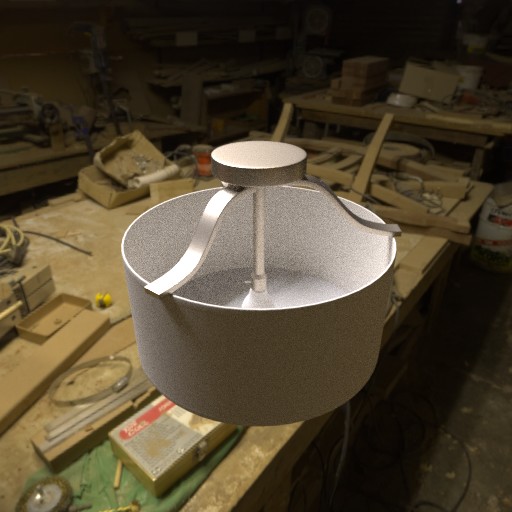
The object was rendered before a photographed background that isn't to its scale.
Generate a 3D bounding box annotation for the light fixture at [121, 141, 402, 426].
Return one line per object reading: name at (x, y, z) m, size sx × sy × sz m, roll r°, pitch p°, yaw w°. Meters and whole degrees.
light fixture at (0.000, 0.000, 0.650) m, size 0.395 × 0.304 × 0.395 m, roll 0°, pitch 29°, yaw 0°
